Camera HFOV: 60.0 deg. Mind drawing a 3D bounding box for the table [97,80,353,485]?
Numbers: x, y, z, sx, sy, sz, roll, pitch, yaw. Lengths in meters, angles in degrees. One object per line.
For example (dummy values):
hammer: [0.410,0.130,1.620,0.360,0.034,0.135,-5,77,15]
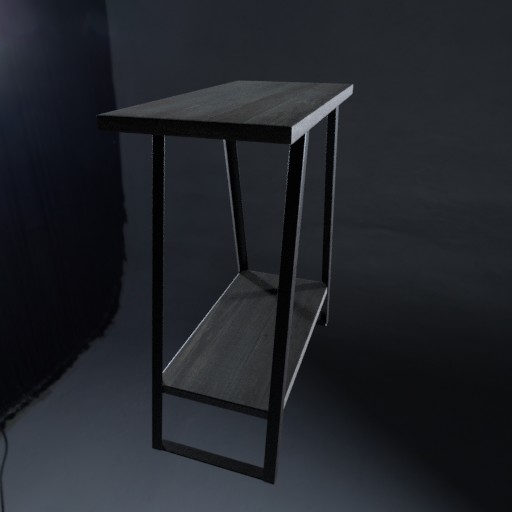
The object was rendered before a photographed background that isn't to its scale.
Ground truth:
table: [0.000,0.000,1.024,0.300,0.701,0.599,8,28,17]
